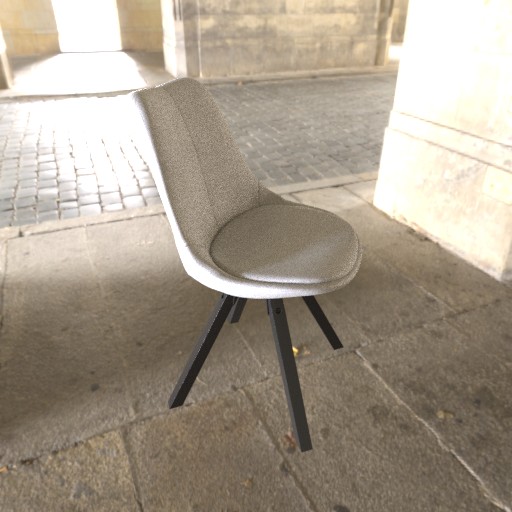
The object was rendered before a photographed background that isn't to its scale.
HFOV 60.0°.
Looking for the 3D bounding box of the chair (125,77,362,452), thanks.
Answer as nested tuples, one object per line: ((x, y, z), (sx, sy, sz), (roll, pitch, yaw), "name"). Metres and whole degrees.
((0.000, 0.000, 1.196), (0.550, 0.850, 0.485), (10, 32, 17), "chair")
